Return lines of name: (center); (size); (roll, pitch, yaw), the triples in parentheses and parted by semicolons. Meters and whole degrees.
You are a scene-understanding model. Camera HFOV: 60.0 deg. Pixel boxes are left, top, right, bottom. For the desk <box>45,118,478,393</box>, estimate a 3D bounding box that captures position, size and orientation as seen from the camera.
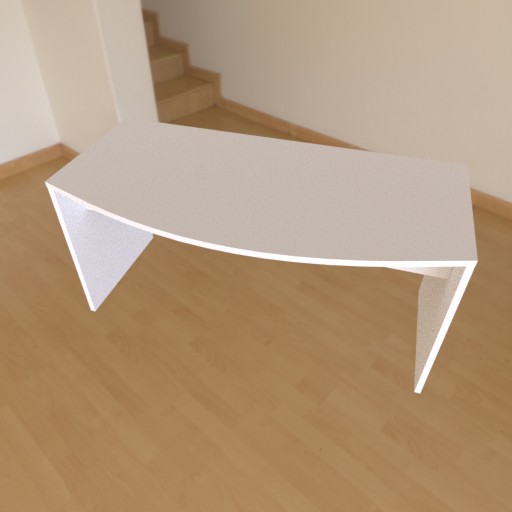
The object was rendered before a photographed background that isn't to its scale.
desk: (0.000, 0.000, 1.982); (1.600, 0.750, 0.802); (11, 42, 13)
